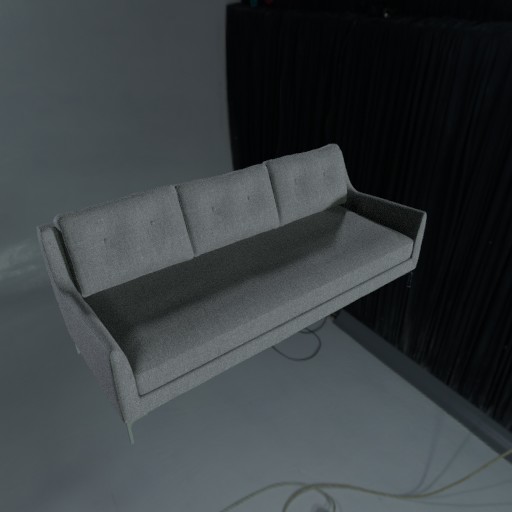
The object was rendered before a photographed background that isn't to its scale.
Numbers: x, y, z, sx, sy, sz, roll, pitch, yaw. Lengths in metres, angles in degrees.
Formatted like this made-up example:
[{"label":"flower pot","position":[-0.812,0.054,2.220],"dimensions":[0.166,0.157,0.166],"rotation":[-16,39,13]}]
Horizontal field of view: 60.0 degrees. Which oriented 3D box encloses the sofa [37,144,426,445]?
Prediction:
[{"label":"sofa","position":[0.000,0.000,2.545],"dimensions":[2.060,0.837,0.849],"rotation":[-22,37,-31]}]
